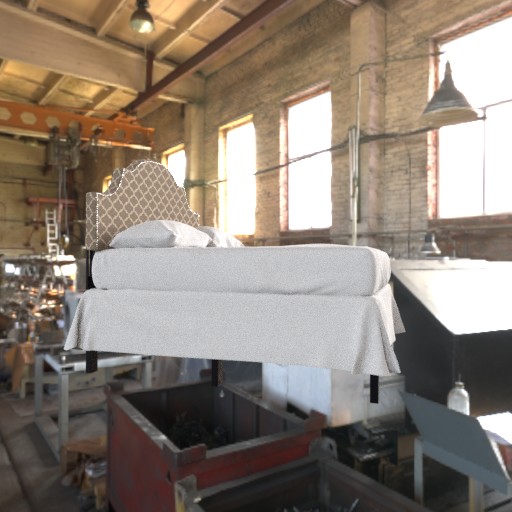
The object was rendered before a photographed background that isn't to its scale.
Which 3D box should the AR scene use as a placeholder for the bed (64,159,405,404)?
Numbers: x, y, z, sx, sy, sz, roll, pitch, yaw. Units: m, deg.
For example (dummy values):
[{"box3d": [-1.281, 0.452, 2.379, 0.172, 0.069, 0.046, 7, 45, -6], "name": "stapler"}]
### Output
[{"box3d": [0.000, 0.000, 3.516, 2.222, 1.633, 1.780, 0, 0, 20], "name": "bed"}]
